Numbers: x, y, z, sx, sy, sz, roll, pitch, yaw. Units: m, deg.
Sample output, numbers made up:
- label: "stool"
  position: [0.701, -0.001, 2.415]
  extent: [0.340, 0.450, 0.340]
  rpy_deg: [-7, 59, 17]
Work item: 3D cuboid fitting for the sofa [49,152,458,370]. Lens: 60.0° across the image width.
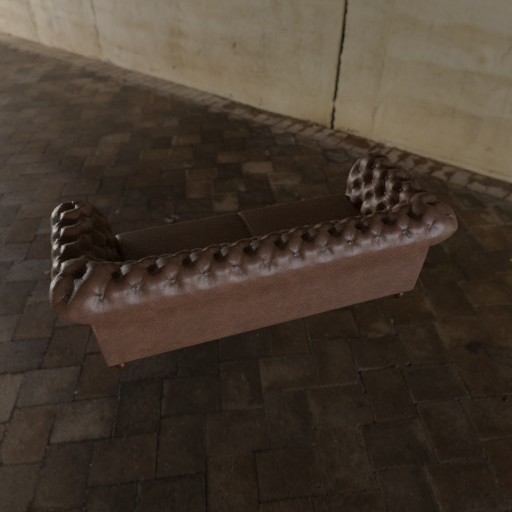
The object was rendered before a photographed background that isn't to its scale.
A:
- label: "sofa"
  position: [0.000, 0.000, 2.884]
  extent: [2.385, 0.783, 0.944]
  rpy_deg: [-12, 40, -14]
